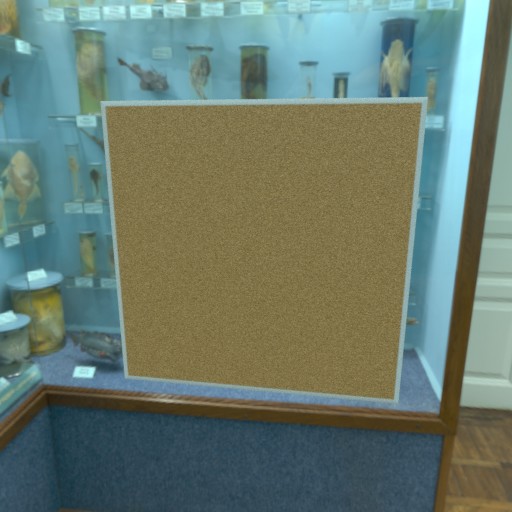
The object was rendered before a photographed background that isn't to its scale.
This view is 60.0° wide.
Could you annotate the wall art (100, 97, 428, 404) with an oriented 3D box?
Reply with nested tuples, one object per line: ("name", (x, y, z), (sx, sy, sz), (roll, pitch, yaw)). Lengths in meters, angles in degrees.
("wall art", (0.000, 0.000, 1.149), (0.768, 0.765, 0.041), (3, 16, 9))
